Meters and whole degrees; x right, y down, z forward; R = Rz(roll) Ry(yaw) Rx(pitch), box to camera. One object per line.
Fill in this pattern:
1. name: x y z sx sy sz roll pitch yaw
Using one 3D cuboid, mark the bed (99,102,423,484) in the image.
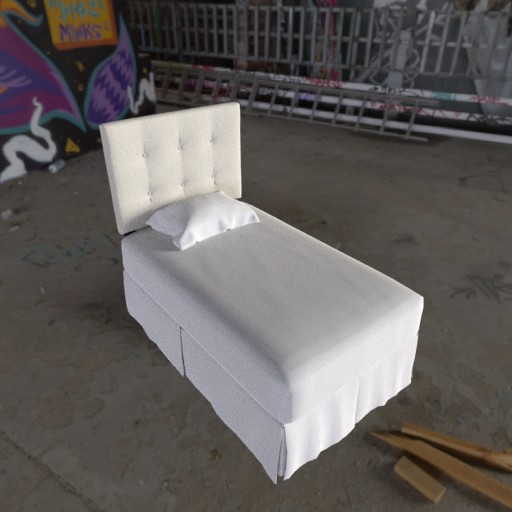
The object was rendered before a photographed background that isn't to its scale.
1. bed: 0.000 0.000 3.004 1.261 1.571 1.997 -22 37 -32
